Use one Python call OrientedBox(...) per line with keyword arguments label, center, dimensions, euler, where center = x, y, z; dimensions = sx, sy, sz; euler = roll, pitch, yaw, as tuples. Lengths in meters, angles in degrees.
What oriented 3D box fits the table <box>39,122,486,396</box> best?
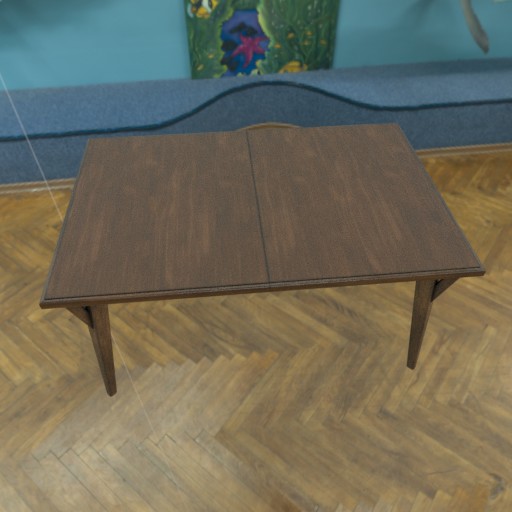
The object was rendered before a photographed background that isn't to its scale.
OrientedBox(label="table", center=(0.000, 0.000, 2.110), dimensions=(1.524, 0.761, 0.990), euler=(-4, 47, -4))
